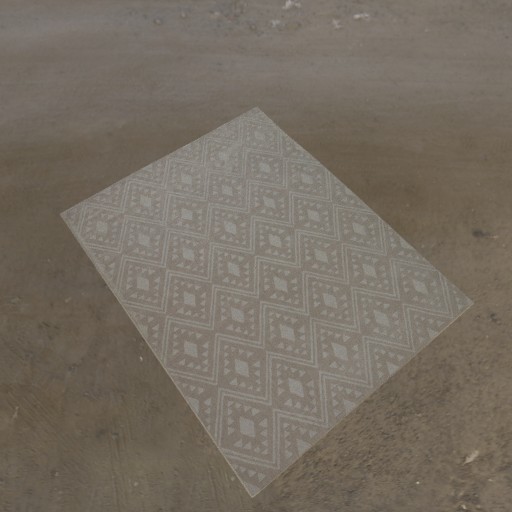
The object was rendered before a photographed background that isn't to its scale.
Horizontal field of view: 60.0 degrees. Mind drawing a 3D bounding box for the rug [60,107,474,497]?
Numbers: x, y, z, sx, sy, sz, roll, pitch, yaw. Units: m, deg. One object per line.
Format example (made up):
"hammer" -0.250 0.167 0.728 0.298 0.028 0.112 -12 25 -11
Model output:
"rug" 0.000 0.000 4.006 2.399 0.054 3.011 -34 66 -18
